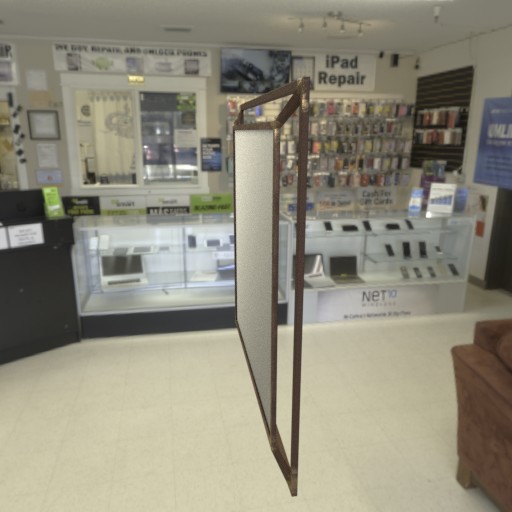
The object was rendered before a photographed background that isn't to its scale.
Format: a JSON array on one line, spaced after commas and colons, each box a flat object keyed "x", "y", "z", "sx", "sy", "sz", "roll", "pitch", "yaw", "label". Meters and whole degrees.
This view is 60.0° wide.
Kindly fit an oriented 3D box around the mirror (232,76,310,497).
[{"x": 0.000, "y": 0.000, "z": 0.896, "sx": 0.032, "sy": 0.610, "sz": 0.610, "roll": -2, "pitch": 16, "yaw": -9, "label": "mirror"}]
